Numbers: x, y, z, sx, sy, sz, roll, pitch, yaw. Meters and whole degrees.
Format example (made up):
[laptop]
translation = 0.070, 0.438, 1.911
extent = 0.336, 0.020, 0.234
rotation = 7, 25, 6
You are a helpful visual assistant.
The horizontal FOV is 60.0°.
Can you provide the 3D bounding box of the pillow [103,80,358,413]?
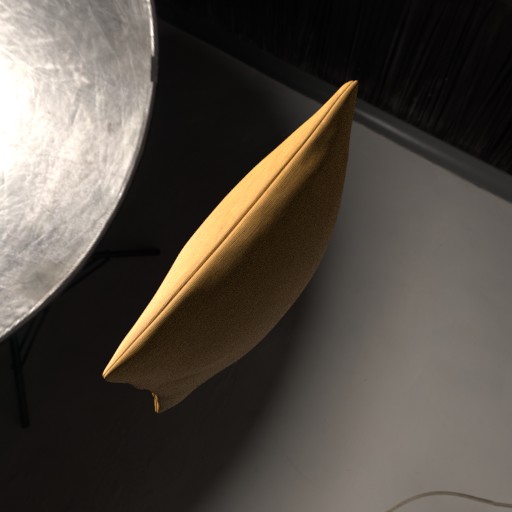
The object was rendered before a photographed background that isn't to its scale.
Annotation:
[pillow]
translation = 0.000, 0.000, 0.812
extent = 0.210, 0.354, 0.634
rotation = 32, 68, 15
